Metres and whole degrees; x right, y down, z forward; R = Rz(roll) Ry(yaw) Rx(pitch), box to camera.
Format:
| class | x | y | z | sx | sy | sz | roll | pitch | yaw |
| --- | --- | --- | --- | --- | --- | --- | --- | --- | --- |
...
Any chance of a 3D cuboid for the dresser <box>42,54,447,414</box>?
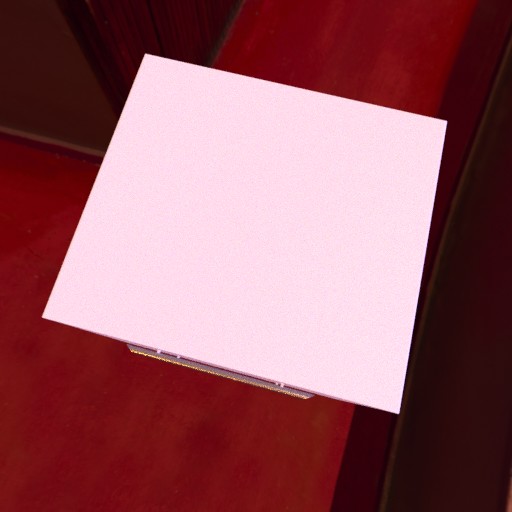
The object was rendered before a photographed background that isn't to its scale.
| class | x | y | z | sx | sy | sz | roll | pitch | yaw |
| --- | --- | --- | --- | --- | --- | --- | --- | --- | --- |
| dresser | 0.000 | 0.000 | 0.734 | 0.430 | 0.360 | 0.400 | 14 | 75 | 4 |
